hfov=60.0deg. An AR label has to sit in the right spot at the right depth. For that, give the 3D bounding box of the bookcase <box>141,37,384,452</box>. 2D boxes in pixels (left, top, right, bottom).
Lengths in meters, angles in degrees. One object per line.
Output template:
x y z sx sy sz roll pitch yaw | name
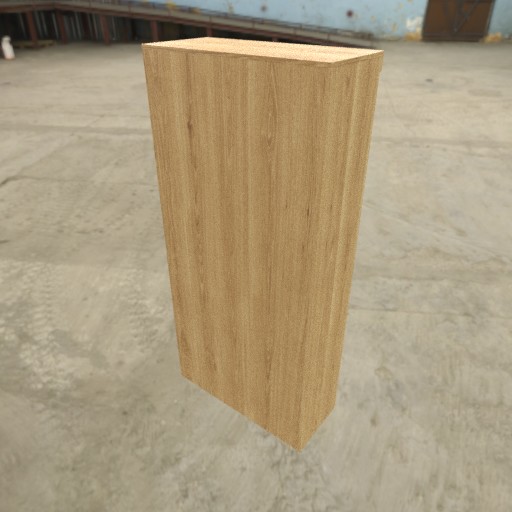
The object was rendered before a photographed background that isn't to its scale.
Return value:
0.000 0.000 2.358 0.950 2.020 0.420 22 37 32 | bookcase
